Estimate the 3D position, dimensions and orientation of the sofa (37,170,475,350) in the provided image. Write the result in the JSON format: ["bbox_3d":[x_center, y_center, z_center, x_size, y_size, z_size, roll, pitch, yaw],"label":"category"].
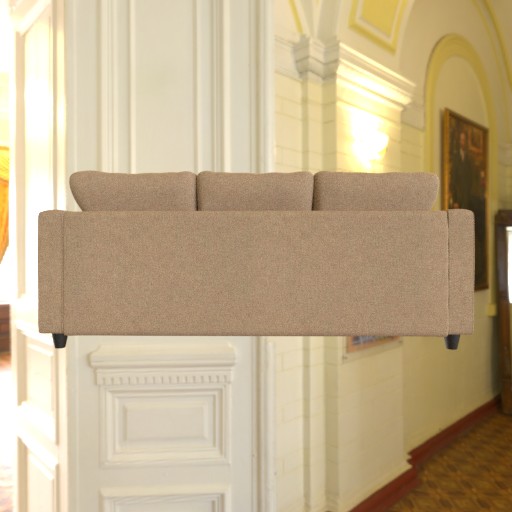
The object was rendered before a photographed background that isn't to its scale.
[{"bbox_3d":[0.000,0.000,2.330,1.855,0.800,0.930,0,0,1],"label":"sofa"}]
